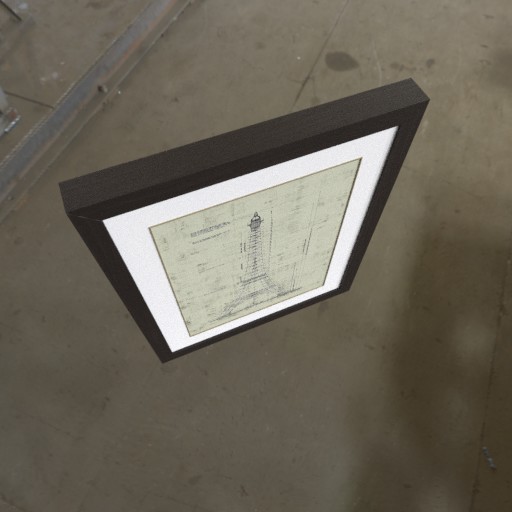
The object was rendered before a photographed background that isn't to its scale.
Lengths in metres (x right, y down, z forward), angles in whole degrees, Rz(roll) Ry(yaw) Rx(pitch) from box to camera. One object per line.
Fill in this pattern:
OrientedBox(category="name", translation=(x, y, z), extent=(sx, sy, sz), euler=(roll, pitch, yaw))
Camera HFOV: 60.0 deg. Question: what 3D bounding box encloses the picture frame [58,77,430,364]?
OrientedBox(category="picture frame", translation=(0.000, 0.000, 0.761), extent=(0.452, 0.555, 0.044), euler=(-20, 62, -11))
